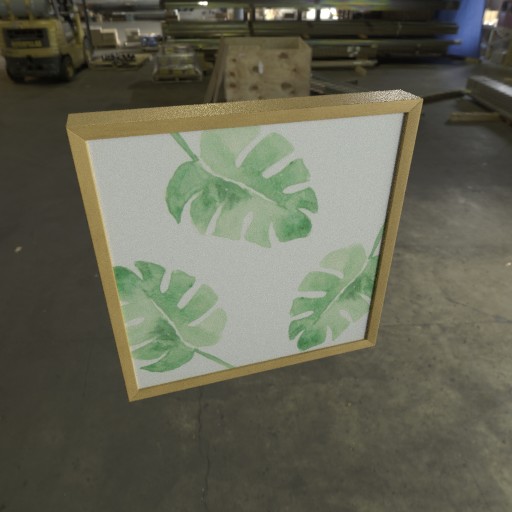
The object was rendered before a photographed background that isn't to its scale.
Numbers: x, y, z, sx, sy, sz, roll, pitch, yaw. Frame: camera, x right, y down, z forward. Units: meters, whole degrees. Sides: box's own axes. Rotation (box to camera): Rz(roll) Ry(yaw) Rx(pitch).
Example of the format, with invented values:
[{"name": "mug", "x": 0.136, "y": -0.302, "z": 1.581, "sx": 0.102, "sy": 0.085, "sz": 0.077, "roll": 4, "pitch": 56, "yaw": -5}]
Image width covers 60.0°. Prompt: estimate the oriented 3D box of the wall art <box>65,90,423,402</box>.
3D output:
[{"name": "wall art", "x": 0.000, "y": 0.000, "z": 0.461, "sx": 0.305, "sy": 0.305, "sz": 0.038, "roll": -9, "pitch": 34, "yaw": -14}]
